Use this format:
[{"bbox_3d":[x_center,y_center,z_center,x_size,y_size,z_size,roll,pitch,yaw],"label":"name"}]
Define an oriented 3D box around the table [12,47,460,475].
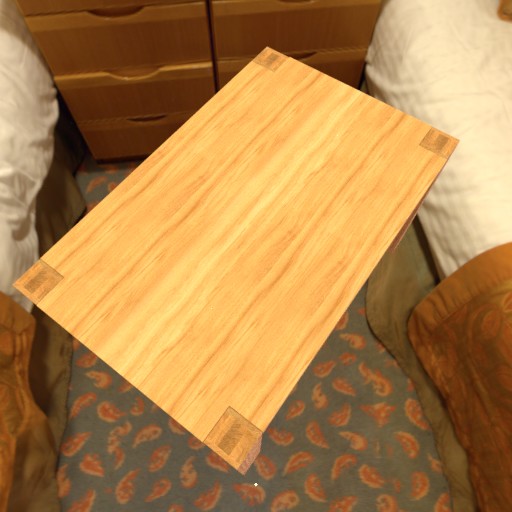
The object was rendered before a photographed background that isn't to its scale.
[{"bbox_3d":[0.000,0.000,1.882,0.900,0.760,1.400,33,67,16],"label":"table"}]
